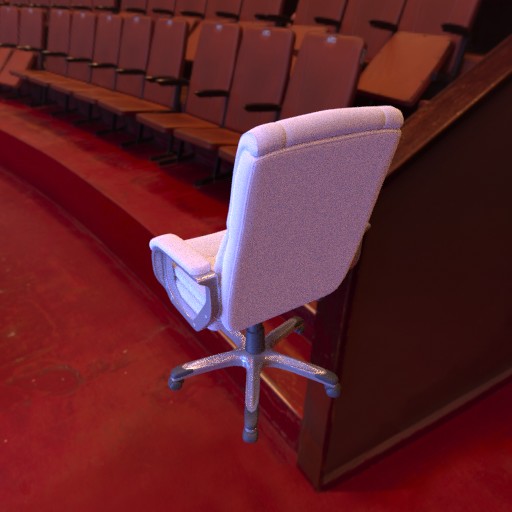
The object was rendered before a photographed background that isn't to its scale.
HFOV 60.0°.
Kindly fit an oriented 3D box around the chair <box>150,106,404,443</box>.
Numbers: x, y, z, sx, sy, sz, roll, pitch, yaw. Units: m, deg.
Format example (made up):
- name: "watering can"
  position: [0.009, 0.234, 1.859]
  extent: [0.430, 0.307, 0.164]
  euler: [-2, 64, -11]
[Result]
- name: "chair"
  position: [0.000, 0.000, 1.577]
  extent: [0.687, 1.120, 0.738]
  euler: [-18, 34, -29]
